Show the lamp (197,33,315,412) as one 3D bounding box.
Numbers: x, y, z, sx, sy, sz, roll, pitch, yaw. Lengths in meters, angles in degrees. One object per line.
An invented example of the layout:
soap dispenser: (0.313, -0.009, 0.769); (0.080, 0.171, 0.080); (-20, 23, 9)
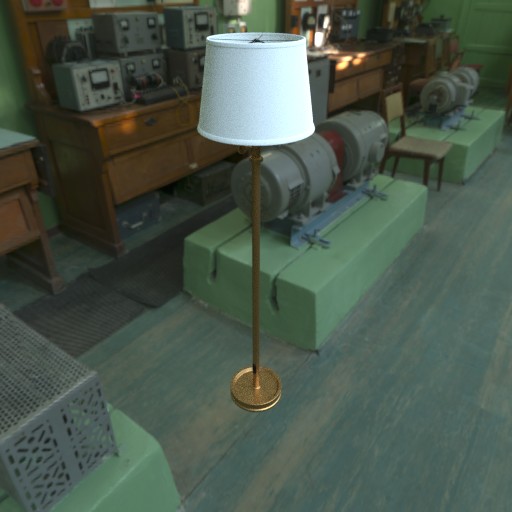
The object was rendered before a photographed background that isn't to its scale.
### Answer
lamp: (0.000, 0.000, 0.800); (0.178, 0.710, 0.178); (0, 32, 0)
